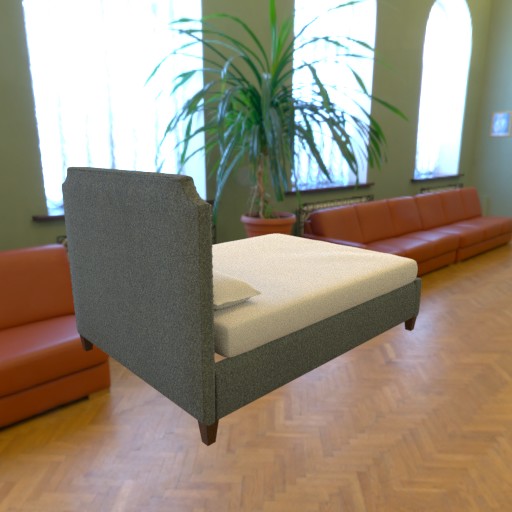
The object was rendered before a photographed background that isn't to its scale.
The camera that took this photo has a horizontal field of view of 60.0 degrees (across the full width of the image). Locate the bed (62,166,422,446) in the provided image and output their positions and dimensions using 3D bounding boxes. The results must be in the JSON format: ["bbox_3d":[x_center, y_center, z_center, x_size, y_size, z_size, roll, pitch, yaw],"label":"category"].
[{"bbox_3d":[0.000,0.000,3.549,2.372,1.443,1.712,-13,19,-42],"label":"bed"}]
